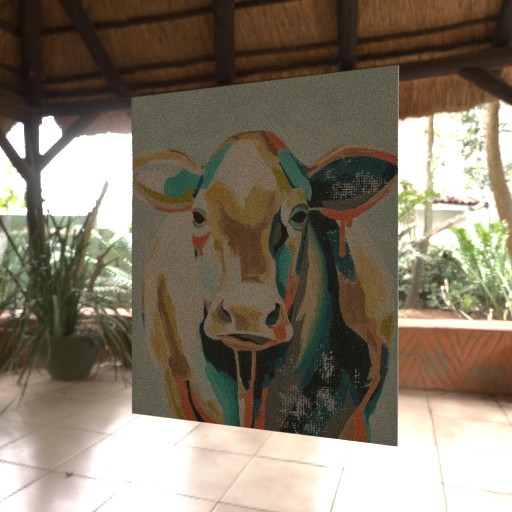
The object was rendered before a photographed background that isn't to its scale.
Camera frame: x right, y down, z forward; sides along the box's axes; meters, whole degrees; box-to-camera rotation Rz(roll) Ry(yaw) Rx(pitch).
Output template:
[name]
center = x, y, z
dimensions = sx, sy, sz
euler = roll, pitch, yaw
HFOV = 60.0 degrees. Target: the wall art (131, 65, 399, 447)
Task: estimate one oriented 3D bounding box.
[wall art]
center = 0.000, 0.000, 0.669
dimensions = 0.409, 0.509, 0.037
euler = 0, 0, 18
